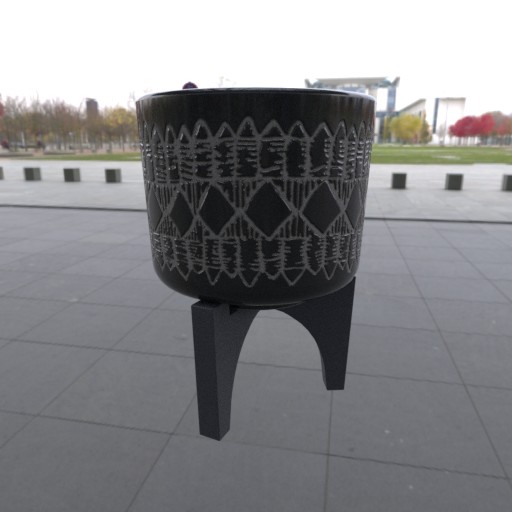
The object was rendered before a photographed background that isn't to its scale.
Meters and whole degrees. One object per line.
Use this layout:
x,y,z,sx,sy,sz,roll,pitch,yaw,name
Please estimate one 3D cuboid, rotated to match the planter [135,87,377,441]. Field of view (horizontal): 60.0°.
0.000,0.000,0.266,0.129,0.177,0.129,0,15,0,planter
